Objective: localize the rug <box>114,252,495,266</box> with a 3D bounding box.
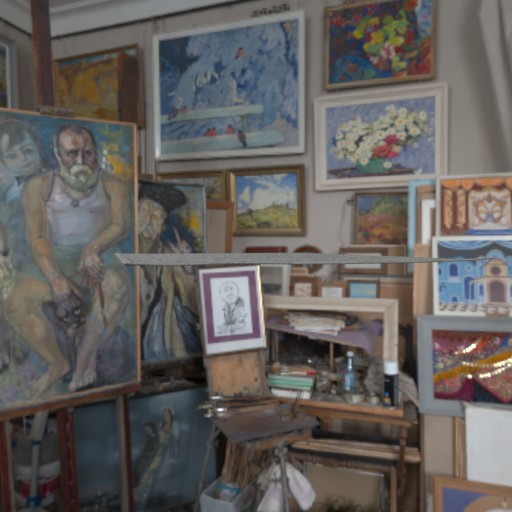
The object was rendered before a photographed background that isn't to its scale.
[{"bbox_3d":[0.000,0.000,3.913,2.343,0.026,2.925,0,2,-19],"label":"rug"}]
